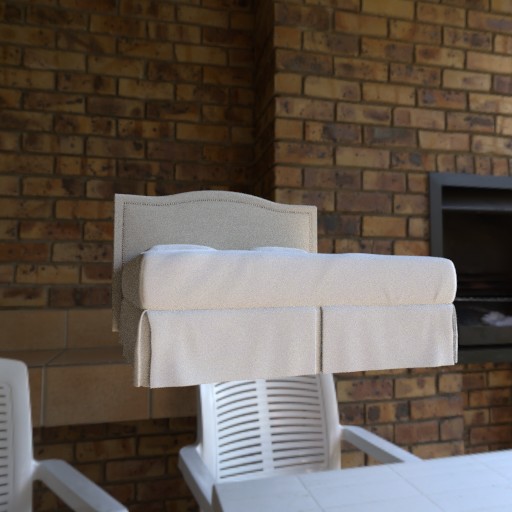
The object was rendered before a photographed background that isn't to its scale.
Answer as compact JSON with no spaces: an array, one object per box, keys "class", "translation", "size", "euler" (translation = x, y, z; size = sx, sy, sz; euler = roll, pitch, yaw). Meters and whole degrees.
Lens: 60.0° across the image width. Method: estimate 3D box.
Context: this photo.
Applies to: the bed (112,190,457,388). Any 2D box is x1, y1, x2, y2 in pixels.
[{"class":"bed","translation":[0.000,0.000,3.446],"size":[2.083,1.421,2.182],"euler":[1,-3,-19]}]
